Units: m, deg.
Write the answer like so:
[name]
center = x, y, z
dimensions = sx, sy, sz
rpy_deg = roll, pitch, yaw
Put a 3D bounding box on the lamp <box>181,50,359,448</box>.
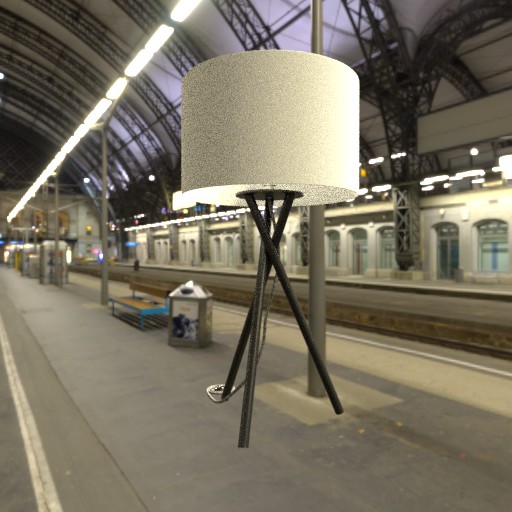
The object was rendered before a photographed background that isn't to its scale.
[lamp]
center = 0.000, 0.000, 0.921
dimensions = 0.422, 0.674, 0.353
rpy_deg = 0, 0, 37
